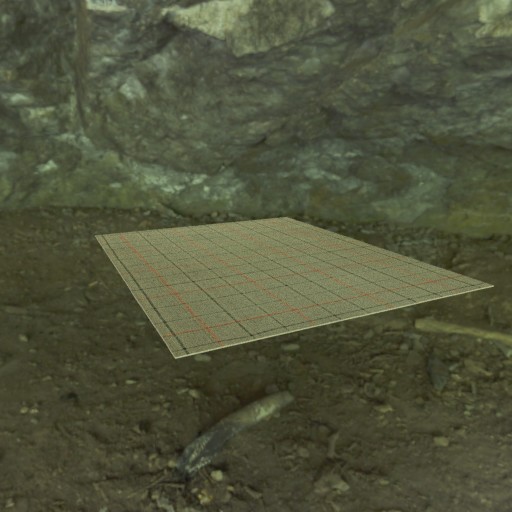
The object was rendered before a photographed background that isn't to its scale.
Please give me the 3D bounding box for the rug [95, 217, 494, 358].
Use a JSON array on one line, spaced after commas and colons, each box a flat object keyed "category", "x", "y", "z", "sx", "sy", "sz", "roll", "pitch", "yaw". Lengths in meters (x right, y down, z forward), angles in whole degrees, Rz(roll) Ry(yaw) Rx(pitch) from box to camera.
[{"category": "rug", "x": 0.000, "y": 0.000, "z": 4.086, "sx": 2.444, "sy": 0.012, "sz": 3.048, "roll": -8, "pitch": 18, "yaw": -25}]
